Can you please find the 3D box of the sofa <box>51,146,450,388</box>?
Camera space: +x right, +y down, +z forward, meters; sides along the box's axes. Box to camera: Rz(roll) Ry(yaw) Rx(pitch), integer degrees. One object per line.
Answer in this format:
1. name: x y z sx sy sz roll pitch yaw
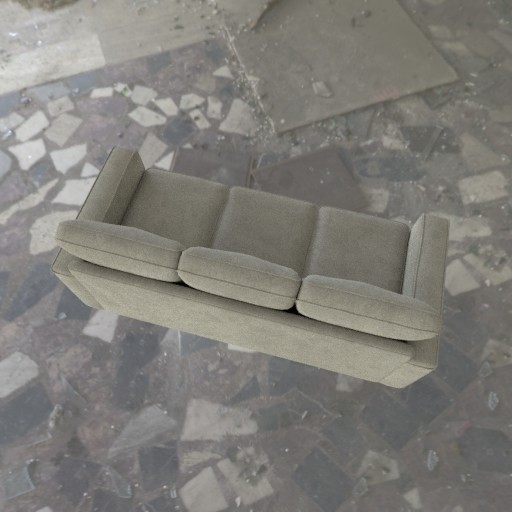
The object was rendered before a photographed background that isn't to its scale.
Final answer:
1. sofa: 0.000 0.000 2.668 2.133 0.965 0.939 13 65 6
